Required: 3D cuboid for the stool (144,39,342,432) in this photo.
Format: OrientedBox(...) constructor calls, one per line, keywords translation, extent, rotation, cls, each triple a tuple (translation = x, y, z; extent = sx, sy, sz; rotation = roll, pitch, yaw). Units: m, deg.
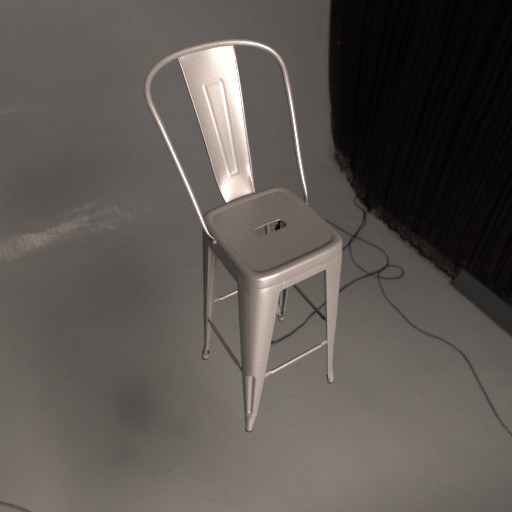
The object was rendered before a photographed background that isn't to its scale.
OrientedBox(translation=(0.000, 0.000, 1.355), extent=(0.399, 1.096, 0.513), rotation=(-23, 50, -22), cls="stool")
